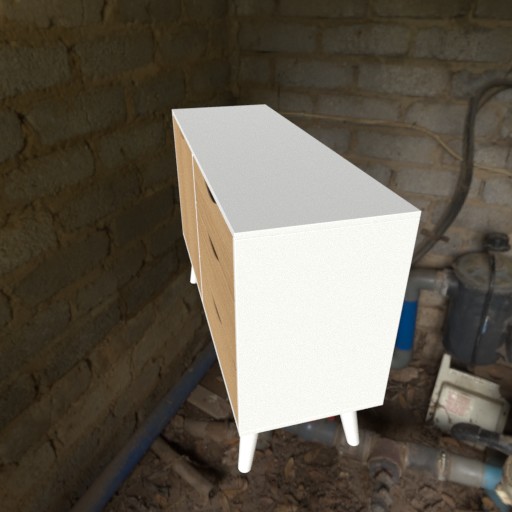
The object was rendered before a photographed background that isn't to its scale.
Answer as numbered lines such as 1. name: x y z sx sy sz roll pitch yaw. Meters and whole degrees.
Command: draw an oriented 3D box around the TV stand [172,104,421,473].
1. TV stand: 0.000 0.000 1.593 0.406 0.812 1.193 -8 30 -13
